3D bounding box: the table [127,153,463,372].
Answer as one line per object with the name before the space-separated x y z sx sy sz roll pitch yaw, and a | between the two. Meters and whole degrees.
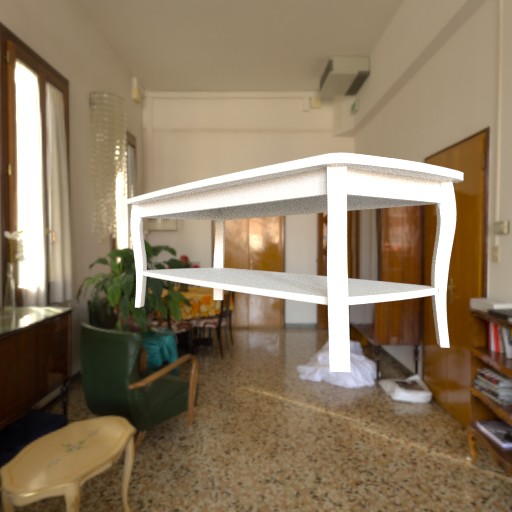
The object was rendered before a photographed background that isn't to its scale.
table | 0.000 0.000 1.594 0.561 0.474 1.334 -1 2 -36
